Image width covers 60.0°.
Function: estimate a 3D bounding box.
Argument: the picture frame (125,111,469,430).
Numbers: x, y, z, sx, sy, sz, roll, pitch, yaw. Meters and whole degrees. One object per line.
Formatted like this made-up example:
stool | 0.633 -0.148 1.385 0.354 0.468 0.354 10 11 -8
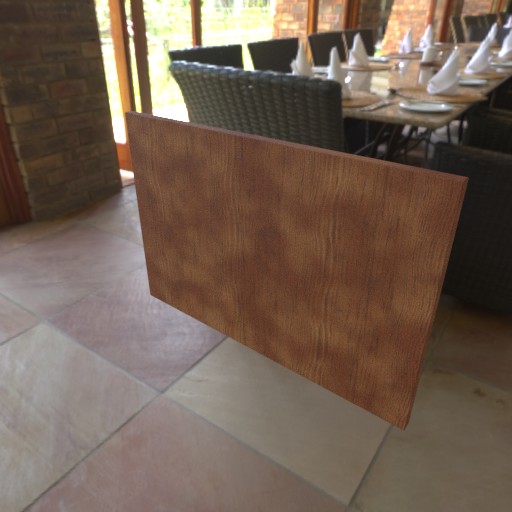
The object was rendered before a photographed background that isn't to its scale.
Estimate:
picture frame | 0.000 0.000 1.199 0.950 0.640 0.029 21 36 33
